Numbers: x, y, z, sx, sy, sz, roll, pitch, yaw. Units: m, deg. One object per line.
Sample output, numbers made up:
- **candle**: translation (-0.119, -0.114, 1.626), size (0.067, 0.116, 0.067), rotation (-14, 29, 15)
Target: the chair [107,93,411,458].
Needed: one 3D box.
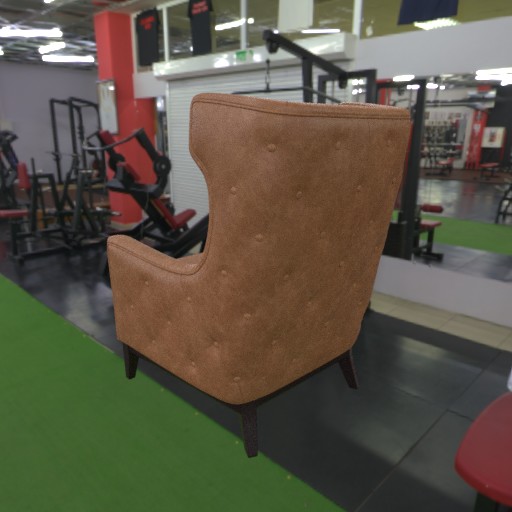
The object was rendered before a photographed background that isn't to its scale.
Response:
- **chair**: translation (0.000, 0.000, 1.626), size (0.766, 1.079, 0.899), rotation (-14, 21, -41)
